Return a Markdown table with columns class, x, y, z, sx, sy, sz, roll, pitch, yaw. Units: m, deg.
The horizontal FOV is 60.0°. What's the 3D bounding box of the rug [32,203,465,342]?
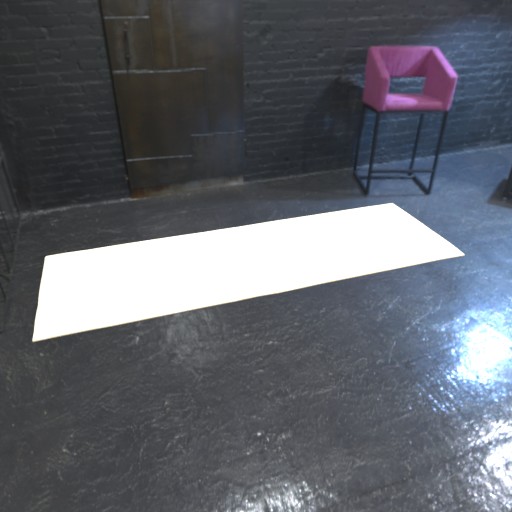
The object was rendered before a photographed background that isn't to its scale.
| class | x | y | z | sx | sy | sz | roll | pitch | yaw |
| --- | --- | --- | --- | --- | --- | --- | --- | --- | --- |
| rug | 0.000 | 0.000 | 2.701 | 2.450 | 0.014 | 0.793 | -10 | 33 | -15 |
